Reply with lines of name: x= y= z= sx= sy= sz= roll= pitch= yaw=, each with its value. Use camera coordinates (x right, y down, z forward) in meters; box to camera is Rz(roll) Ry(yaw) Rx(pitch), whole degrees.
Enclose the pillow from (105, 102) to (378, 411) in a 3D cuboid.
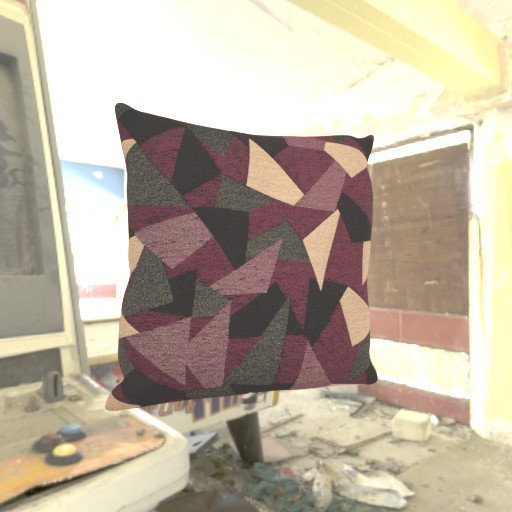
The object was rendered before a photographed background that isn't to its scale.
pillow: x=0.000 y=0.000 z=0.783 sx=0.503 sy=0.496 sz=0.208 roll=0 pitch=-1 yaw=-19
